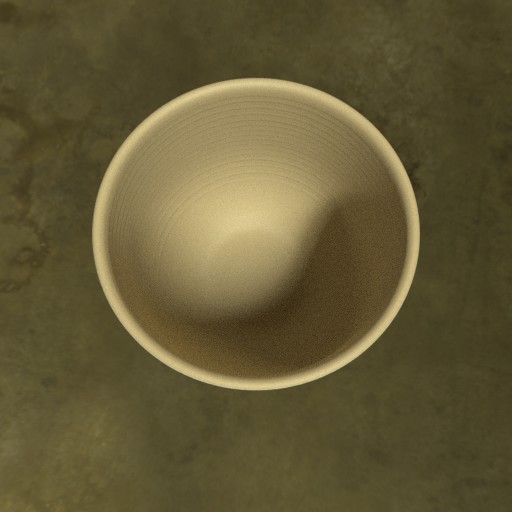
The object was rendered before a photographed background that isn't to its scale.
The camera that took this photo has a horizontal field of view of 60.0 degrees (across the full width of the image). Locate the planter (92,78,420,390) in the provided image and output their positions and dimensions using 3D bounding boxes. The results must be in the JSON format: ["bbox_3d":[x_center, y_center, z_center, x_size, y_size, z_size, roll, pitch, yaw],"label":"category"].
[{"bbox_3d":[0.000,0.000,0.302,0.169,0.153,0.169,0,76,0],"label":"planter"}]
